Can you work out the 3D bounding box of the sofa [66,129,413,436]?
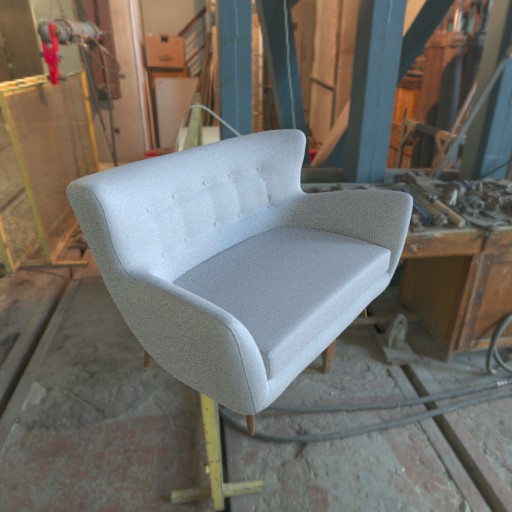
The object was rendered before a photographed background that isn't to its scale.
[{"bbox_3d":[0.000,0.000,1.984,0.921,0.878,1.424,19,32,33],"label":"sofa"}]
